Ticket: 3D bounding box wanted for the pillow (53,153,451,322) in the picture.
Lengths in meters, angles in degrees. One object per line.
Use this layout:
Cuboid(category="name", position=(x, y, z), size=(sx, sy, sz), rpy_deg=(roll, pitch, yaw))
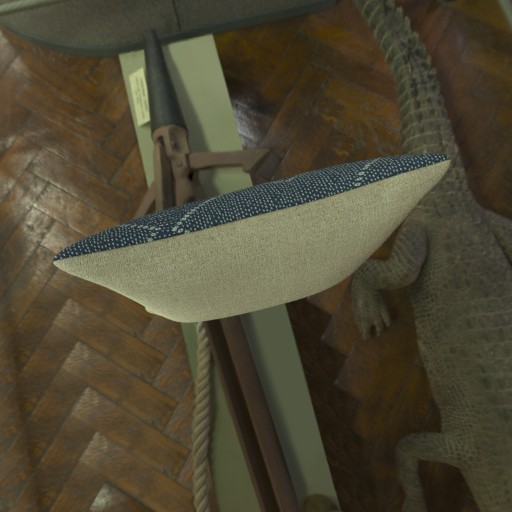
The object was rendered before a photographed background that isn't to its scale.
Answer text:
Cuboid(category="pillow", position=(0.000, 0.000, 0.665), size=(0.435, 0.428, 0.148), rpy_deg=(-15, 77, -4))
